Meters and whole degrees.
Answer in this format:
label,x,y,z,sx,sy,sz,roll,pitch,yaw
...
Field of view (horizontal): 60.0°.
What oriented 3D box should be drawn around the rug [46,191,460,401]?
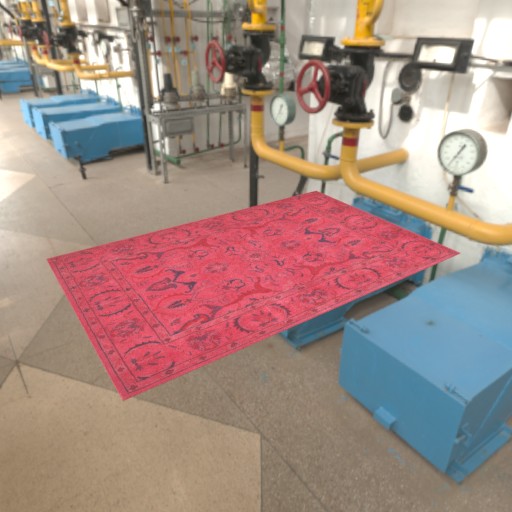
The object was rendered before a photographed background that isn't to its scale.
label,x,y,z,sx,sy,sz,roll,pitch,yaw
rug,0.000,0.000,3.065,2.423,0.010,1.534,-18,33,-30
